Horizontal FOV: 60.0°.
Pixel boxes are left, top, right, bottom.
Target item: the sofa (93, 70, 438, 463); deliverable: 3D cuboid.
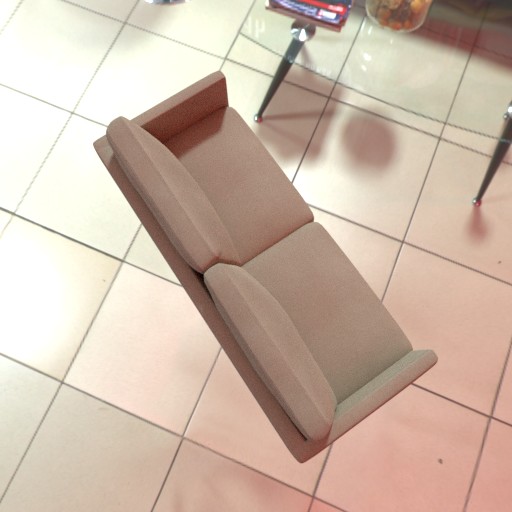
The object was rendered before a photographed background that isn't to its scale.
[{"bbox_3d":[0.000,0.000,2.745,0.948,0.932,2.181,-33,78,-8],"label":"sofa"}]
